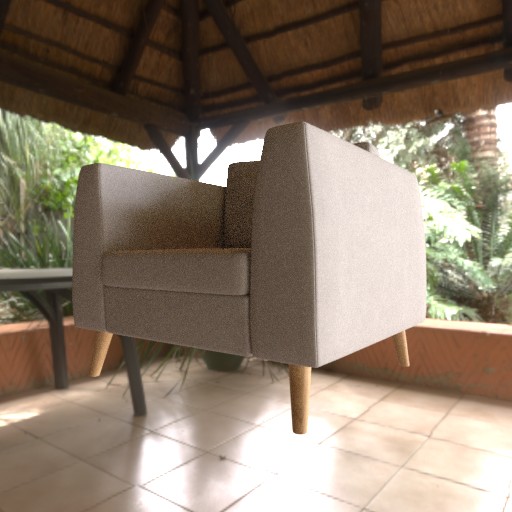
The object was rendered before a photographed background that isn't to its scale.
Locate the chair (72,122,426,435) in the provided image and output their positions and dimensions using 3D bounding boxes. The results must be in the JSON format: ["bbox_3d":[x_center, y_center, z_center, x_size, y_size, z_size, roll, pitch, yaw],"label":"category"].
[{"bbox_3d":[0.000,0.000,1.663,1.000,0.860,0.930,0,0,36],"label":"chair"}]
